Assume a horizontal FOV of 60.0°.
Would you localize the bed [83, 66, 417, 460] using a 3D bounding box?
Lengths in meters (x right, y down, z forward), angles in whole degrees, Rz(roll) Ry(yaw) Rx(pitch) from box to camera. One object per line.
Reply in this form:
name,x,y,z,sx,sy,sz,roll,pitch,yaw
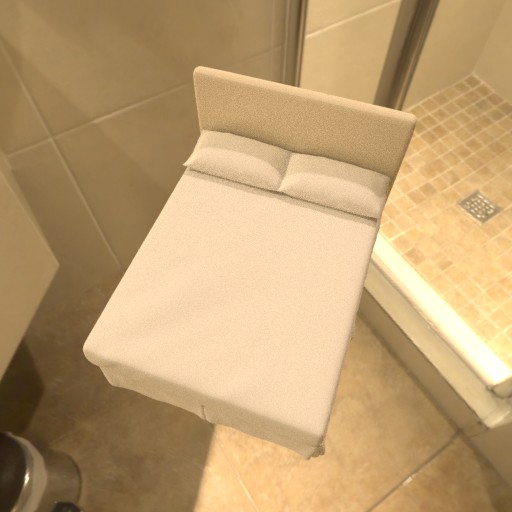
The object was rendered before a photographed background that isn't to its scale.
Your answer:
bed,0.000,0.000,3.182,1.714,1.330,2.147,17,60,10
